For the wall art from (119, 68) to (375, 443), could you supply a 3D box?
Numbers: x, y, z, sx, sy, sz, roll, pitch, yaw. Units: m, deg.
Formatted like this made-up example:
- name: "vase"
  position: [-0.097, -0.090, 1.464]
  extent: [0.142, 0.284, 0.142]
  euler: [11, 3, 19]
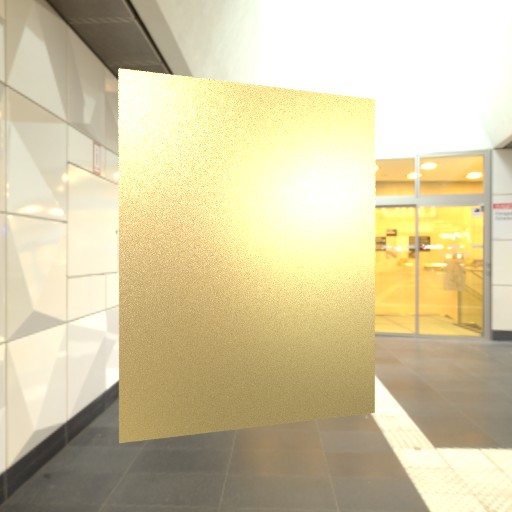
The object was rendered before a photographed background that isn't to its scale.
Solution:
- name: "wall art"
  position: [0.000, 0.000, 0.751]
  extent: [0.444, 0.569, 0.025]
  euler: [0, 0, -17]
